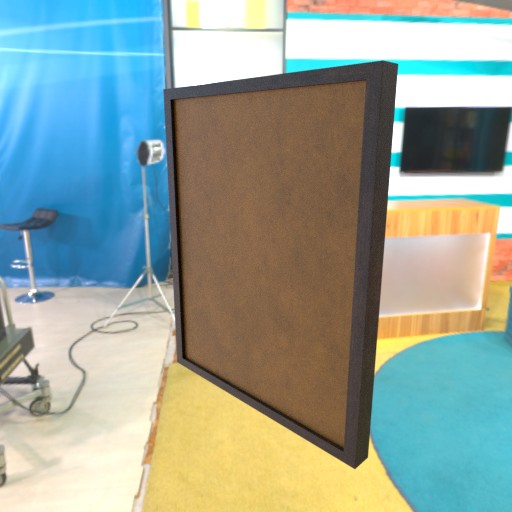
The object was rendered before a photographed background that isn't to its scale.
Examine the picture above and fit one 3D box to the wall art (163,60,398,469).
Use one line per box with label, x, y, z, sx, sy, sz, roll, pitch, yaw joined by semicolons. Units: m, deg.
wall art;0.000;0.000;0.544;0.027;0.406;0.329;-14;21;-43
